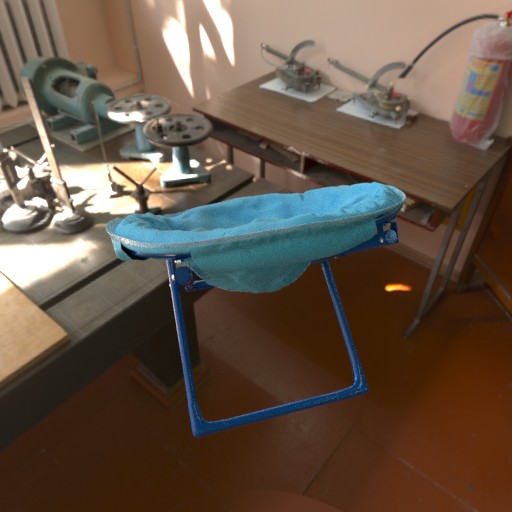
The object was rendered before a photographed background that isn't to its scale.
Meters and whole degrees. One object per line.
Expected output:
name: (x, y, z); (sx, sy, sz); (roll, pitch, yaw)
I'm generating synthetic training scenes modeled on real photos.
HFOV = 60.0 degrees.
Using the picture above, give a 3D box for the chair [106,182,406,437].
chair: (0.000, 0.000, 0.878); (0.520, 0.478, 0.465); (-10, 42, -12)
